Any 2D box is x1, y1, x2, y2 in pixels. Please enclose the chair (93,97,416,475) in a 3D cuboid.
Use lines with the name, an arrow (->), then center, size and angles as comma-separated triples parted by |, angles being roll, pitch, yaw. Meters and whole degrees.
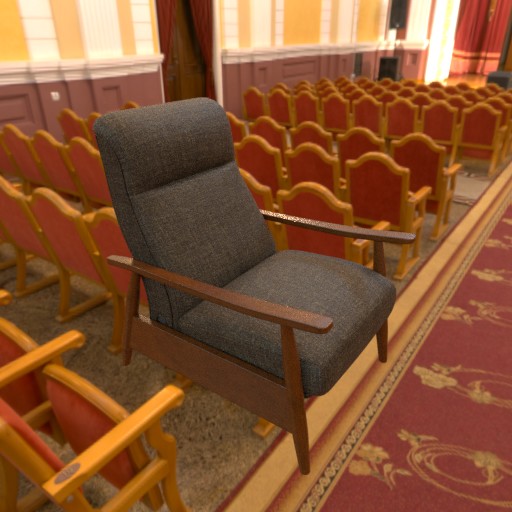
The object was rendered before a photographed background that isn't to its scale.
chair -> 0.000, 0.000, 1.766 | 1.014, 1.082, 0.762 | 18, 32, 32
